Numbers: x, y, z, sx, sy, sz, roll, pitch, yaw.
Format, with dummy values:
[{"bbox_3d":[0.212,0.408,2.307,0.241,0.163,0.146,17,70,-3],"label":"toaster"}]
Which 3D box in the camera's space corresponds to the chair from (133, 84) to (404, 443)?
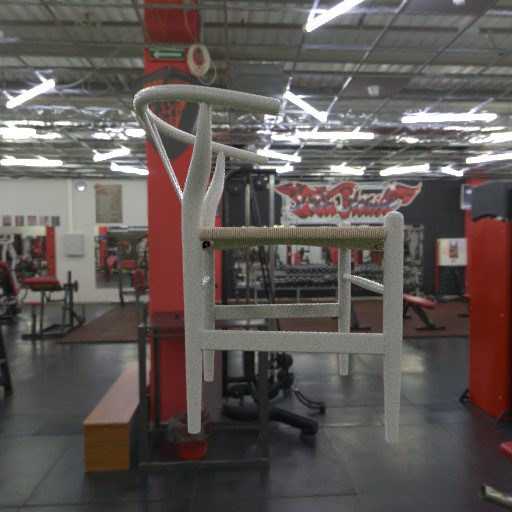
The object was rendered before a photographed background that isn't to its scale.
[{"bbox_3d":[0.000,0.000,1.101,0.579,0.730,0.569,0,2,-1],"label":"chair"}]
